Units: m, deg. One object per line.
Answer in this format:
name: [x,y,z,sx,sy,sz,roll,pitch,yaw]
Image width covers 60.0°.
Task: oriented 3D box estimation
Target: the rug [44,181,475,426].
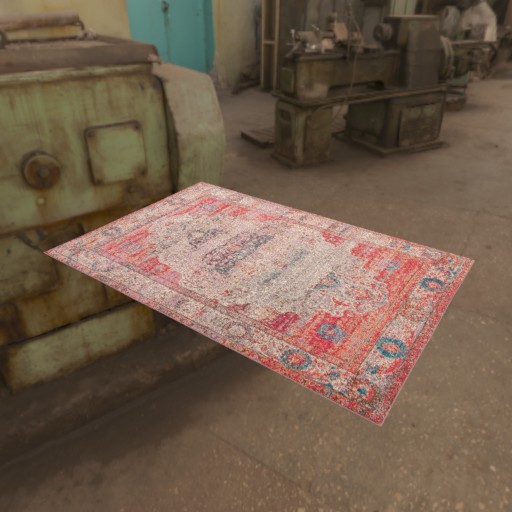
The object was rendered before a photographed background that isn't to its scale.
rug: [0.000,0.000,2.255,1.829,0.006,1.219,20,36,30]
